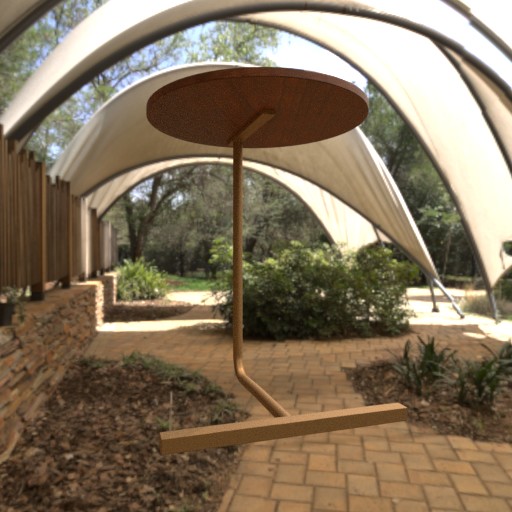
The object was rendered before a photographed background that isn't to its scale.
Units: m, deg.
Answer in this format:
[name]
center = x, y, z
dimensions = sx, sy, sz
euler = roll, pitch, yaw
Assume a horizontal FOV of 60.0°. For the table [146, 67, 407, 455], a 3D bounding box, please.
[table]
center = 0.000, 0.000, 1.109
dimensions = 0.530, 0.706, 0.577
euler = 0, 1, -18
